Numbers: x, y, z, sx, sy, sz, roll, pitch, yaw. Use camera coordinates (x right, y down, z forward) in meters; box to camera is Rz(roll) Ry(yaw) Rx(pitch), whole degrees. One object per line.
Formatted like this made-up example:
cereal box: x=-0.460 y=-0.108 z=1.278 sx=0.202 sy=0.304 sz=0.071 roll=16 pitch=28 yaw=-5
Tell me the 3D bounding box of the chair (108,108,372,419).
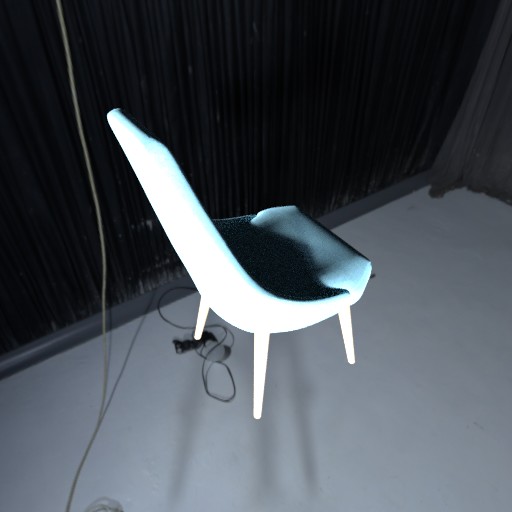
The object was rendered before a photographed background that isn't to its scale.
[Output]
chair: x=0.000 y=0.000 z=1.380 sx=0.660 sy=1.040 sz=0.510 roll=-25 pitch=47 yaw=-26
